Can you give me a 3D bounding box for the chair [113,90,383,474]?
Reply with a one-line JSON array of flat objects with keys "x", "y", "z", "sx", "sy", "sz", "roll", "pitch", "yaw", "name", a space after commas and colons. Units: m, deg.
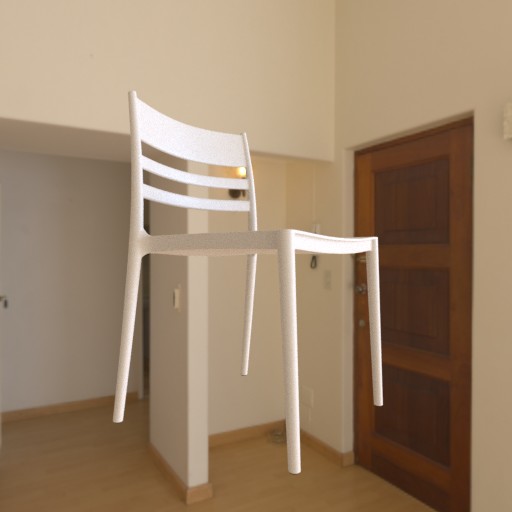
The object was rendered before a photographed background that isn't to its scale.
[{"x": 0.000, "y": 0.000, "z": 1.144, "sx": 0.511, "sy": 0.800, "sz": 0.531, "roll": 0, "pitch": 0, "yaw": 35, "name": "chair"}]
